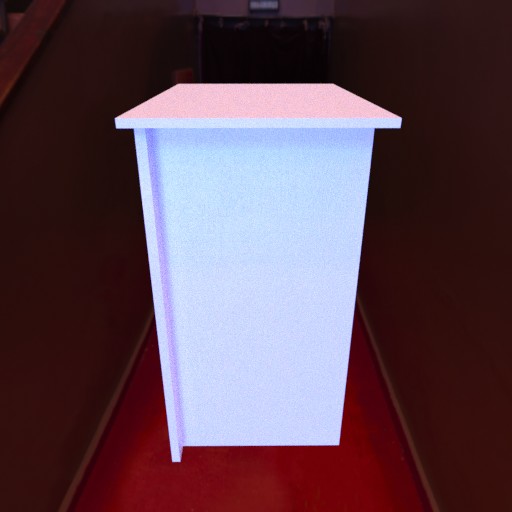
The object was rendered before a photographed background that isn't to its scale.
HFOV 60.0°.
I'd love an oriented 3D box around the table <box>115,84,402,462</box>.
[{"bbox_3d":[0.000,0.000,1.042,0.406,0.711,0.589,0,26,0],"label":"table"}]
